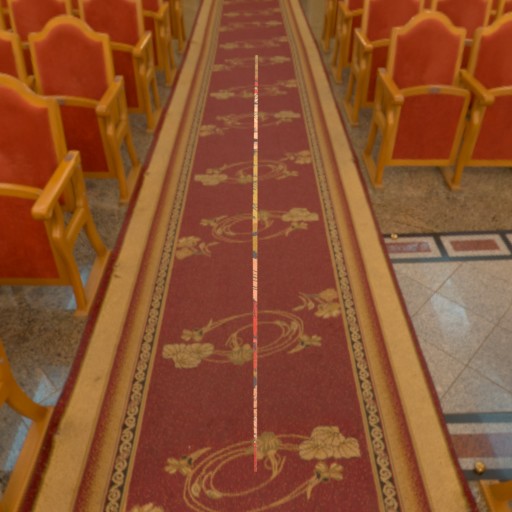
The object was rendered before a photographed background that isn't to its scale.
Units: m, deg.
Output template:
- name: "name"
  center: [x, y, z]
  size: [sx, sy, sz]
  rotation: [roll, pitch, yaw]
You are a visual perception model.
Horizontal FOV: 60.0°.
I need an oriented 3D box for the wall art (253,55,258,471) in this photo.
- name: "wall art"
  center: [0.000, 0.000, 2.294]
  size: [0.013, 1.534, 1.519]
  rotation: [0, 40, 0]
